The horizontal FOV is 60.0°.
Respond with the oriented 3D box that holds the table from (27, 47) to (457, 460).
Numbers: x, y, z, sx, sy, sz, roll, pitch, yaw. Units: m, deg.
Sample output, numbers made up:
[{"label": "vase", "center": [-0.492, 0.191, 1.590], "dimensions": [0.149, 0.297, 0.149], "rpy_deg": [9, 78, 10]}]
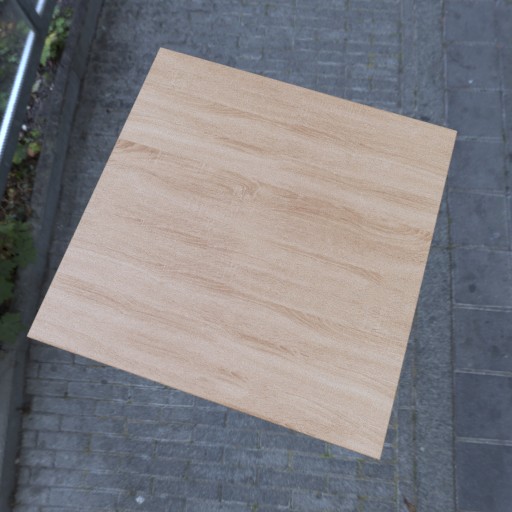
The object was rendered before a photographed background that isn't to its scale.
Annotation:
[{"label": "table", "center": [0.000, 0.000, 1.128], "dimensions": [0.700, 0.450, 0.700], "rpy_deg": [18, 75, 5]}]
